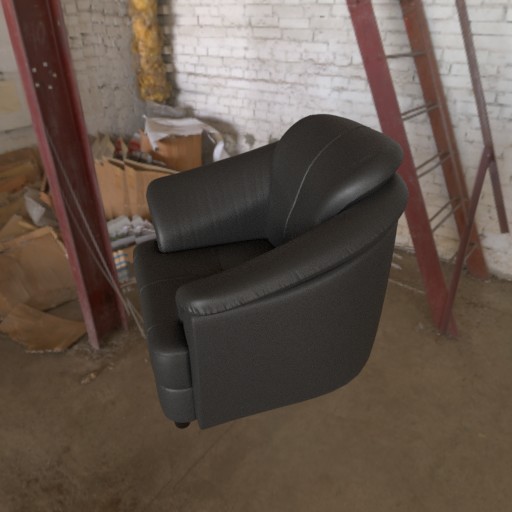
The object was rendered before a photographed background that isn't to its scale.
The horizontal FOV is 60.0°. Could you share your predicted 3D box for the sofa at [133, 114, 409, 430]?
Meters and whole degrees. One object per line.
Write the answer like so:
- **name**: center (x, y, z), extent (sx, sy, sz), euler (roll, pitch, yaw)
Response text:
- **sofa**: center (0.000, 0.000, 1.495), extent (0.794, 0.811, 0.870), euler (-9, 31, -16)
